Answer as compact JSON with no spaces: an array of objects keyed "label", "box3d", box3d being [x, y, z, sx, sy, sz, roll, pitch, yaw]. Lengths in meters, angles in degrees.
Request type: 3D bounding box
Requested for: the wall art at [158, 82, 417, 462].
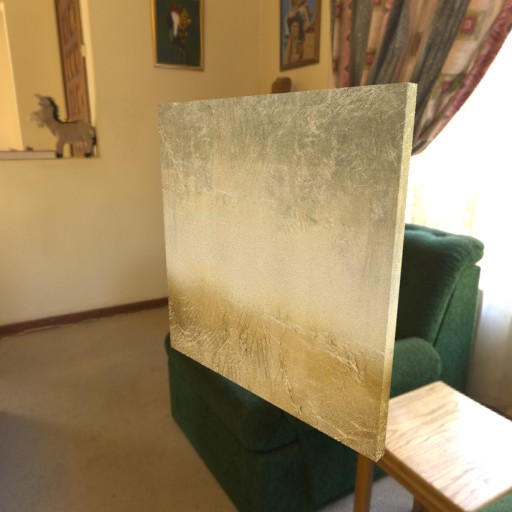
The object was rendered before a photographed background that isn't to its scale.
[{"label":"wall art","box3d":[0.000,0.000,1.607,1.092,1.091,0.051,15,21,43]}]
